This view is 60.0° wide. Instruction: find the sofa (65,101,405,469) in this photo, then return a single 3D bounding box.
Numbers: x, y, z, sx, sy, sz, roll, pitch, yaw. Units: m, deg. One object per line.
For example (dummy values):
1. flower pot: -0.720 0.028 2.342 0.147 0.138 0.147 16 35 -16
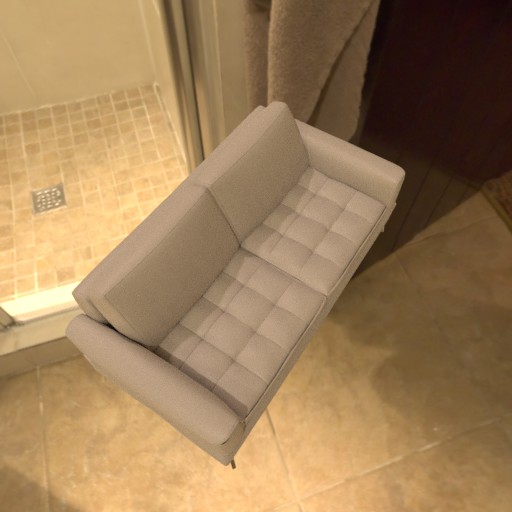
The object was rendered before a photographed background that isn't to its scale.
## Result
1. sofa: 0.000 0.000 2.814 1.121 0.930 2.177 30 63 17
